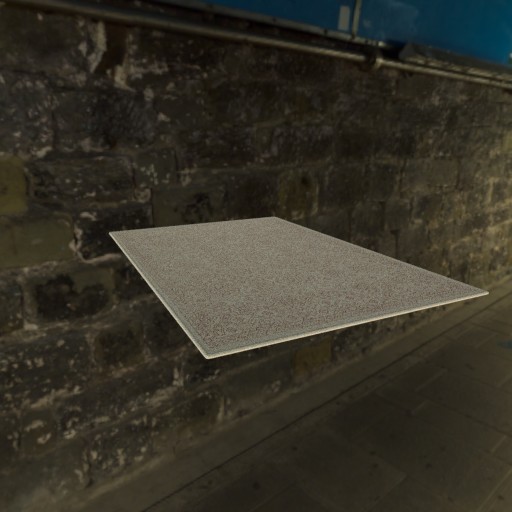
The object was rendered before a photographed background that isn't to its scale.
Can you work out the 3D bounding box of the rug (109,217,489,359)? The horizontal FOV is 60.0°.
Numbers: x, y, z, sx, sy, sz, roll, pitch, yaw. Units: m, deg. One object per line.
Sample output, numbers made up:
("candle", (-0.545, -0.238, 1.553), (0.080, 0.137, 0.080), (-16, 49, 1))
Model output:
("rug", (0.000, 0.000, 2.332), (1.219, 0.010, 1.829), (-8, 18, -25))
